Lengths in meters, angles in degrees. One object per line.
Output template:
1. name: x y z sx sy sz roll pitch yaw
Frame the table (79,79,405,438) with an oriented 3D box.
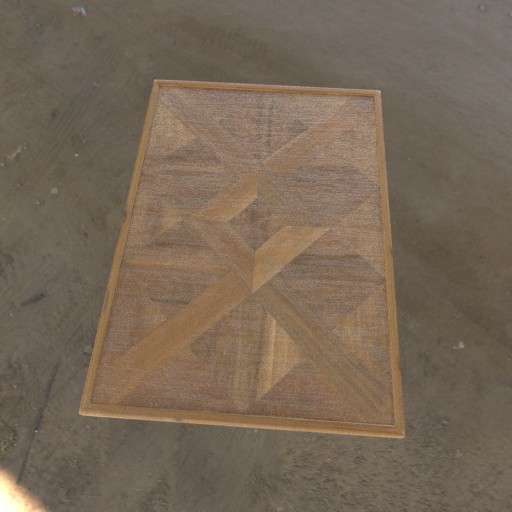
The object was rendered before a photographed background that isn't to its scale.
1. table: 0.000 0.000 1.668 0.877 0.492 1.238 3 65 2
